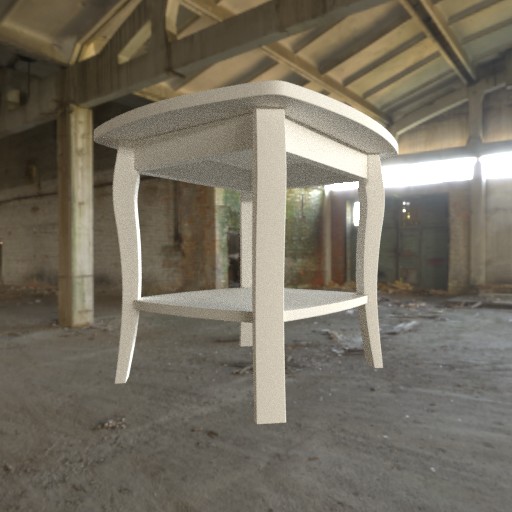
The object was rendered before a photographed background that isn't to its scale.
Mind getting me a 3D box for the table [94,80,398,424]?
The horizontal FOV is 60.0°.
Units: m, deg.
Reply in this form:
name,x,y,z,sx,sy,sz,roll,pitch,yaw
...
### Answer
name,x,y,z,sx,sy,sz,roll,pitch,yaw
table,0.000,0.000,0.833,0.451,0.438,0.502,0,0,37
